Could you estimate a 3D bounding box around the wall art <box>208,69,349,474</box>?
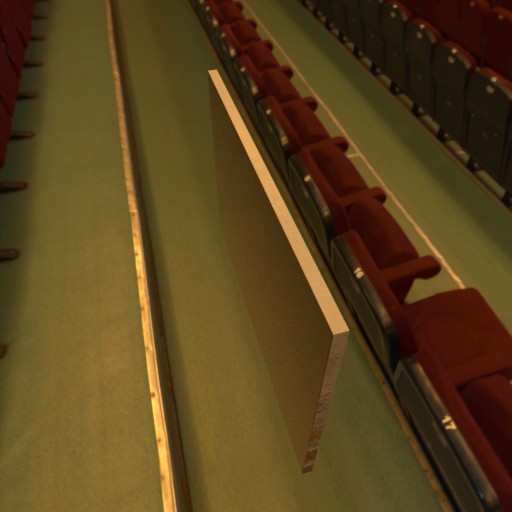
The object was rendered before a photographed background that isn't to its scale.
[{"bbox_3d":[0.000,0.000,1.186,0.027,0.610,0.932,-11,47,-11],"label":"wall art"}]
